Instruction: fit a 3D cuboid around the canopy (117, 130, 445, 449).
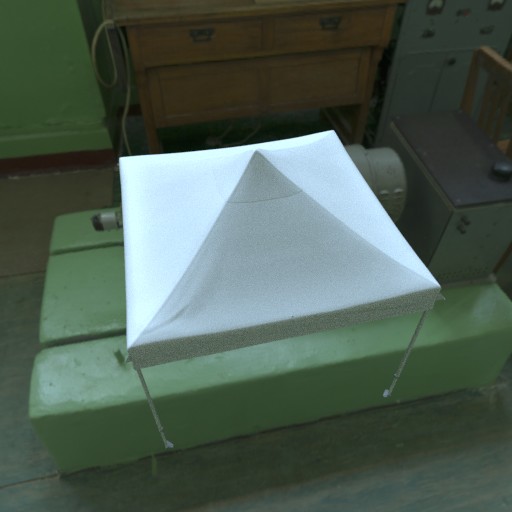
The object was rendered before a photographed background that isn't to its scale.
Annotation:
[{"bbox_3d":[0.000,0.000,5.386,2.994,2.998,2.996,-10,47,-9],"label":"canopy"}]
